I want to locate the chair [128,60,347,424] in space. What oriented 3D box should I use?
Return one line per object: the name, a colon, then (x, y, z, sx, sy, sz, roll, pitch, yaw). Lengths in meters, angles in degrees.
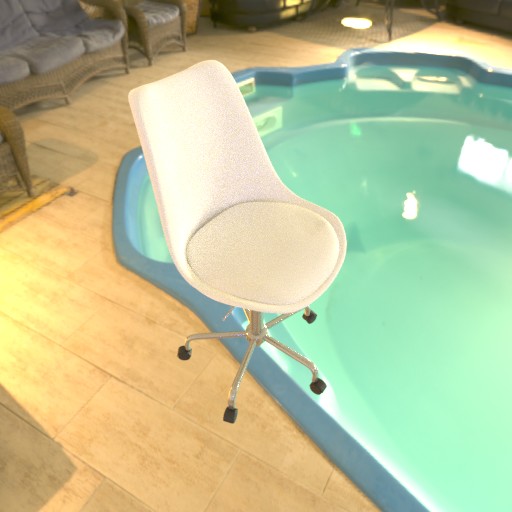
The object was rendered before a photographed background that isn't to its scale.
chair: (0.000, 0.000, 1.277, 0.550, 0.930, 0.550, 25, 47, 26)
